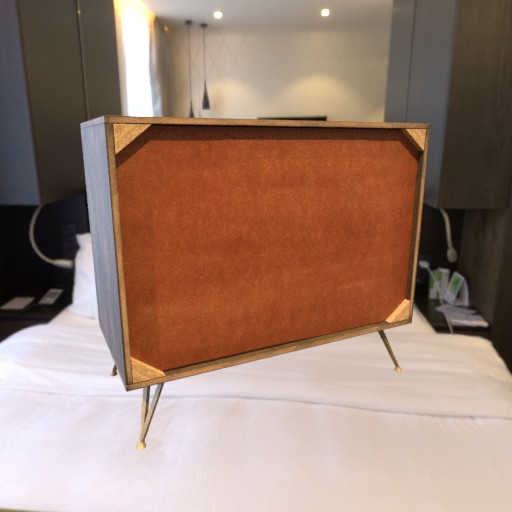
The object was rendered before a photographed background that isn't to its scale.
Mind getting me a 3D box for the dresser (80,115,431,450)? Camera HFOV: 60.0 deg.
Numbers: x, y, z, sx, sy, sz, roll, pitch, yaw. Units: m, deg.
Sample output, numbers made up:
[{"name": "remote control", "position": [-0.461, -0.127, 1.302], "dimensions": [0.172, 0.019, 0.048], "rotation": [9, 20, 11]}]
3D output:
[{"name": "dresser", "position": [0.000, 0.000, 1.399], "dimensions": [0.923, 0.801, 0.453], "rotation": [-7, 16, -26]}]
